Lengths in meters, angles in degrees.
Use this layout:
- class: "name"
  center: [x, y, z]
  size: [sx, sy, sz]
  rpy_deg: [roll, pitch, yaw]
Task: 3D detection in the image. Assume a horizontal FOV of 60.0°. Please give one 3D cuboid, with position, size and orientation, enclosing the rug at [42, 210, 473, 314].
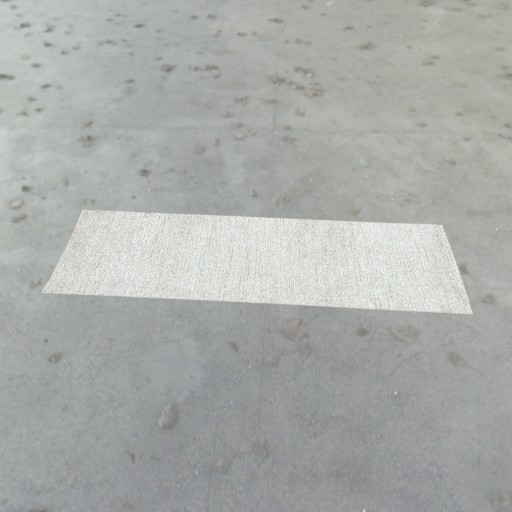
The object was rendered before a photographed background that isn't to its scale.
- class: "rug"
  center: [0.000, 0.000, 2.634]
  size: [2.346, 0.013, 0.712]
  rpy_deg: [3, 46, 3]
